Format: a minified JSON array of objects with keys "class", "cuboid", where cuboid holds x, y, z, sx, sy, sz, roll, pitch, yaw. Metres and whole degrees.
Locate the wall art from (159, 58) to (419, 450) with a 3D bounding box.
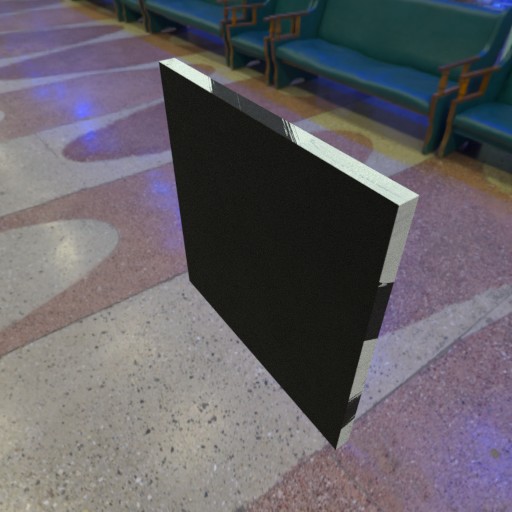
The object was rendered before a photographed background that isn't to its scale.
[{"class":"wall art","cuboid":[0.000,0.000,1.131,0.046,0.765,0.765,-26,47,-26]}]
